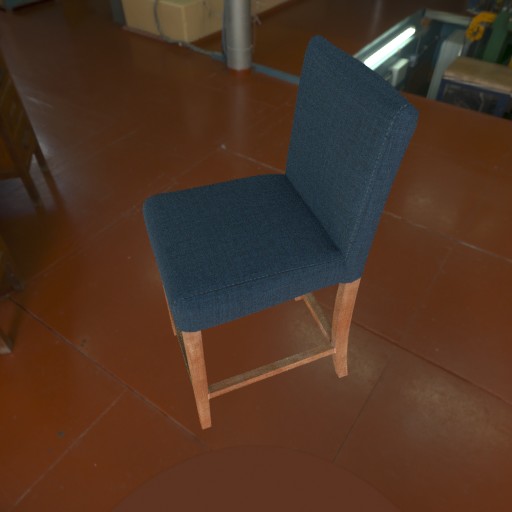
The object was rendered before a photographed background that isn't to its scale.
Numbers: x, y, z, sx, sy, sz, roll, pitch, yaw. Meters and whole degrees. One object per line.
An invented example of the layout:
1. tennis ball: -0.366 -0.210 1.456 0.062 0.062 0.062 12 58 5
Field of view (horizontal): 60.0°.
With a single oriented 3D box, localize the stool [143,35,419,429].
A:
1. stool: 0.000 0.000 1.300 0.567 1.039 0.454 -15 47 -14
